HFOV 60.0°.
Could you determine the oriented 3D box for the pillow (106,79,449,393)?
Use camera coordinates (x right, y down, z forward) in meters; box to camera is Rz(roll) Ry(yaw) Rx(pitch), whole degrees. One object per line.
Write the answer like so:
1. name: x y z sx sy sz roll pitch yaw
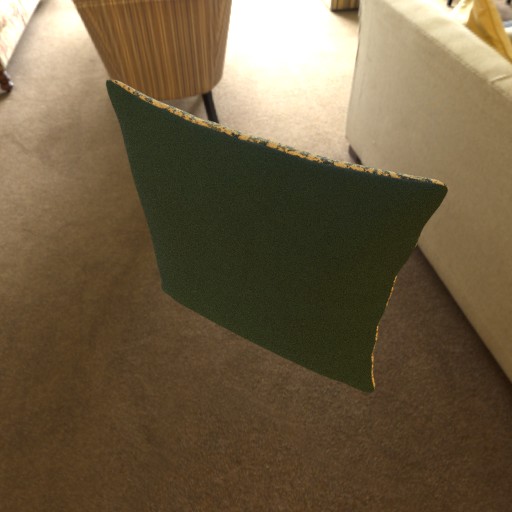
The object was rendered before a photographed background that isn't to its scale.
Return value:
1. pillow: 0.000 0.000 0.770 0.523 0.510 0.166 23 51 21
